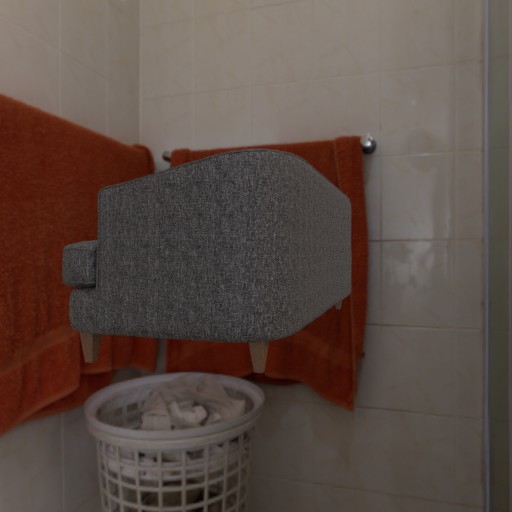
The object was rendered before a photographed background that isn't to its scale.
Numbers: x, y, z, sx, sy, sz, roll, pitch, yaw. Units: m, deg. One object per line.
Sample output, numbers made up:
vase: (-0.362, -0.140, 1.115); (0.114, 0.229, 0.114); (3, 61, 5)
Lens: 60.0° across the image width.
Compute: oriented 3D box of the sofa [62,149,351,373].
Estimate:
sofa: (0.000, 0.000, 2.703); (0.941, 0.855, 2.278); (0, 1, 19)
